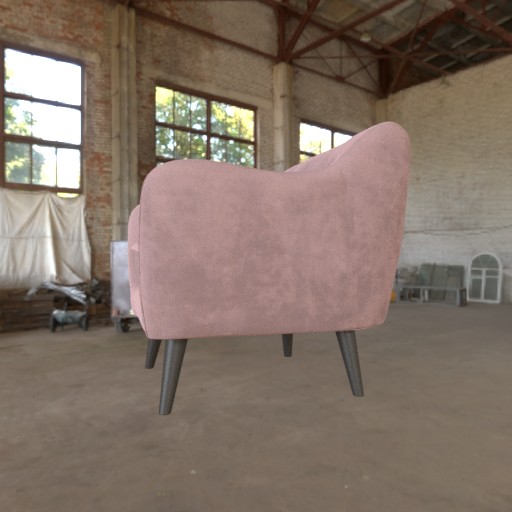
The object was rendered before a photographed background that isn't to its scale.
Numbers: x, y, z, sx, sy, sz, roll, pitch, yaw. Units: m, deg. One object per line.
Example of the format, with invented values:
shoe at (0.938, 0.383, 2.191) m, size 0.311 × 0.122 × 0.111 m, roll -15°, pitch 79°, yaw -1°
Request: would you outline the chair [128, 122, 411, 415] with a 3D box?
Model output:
chair at (0.000, 0.000, 1.493) m, size 0.820 × 0.820 × 0.840 m, roll 0°, pitch 0°, yaw -18°
